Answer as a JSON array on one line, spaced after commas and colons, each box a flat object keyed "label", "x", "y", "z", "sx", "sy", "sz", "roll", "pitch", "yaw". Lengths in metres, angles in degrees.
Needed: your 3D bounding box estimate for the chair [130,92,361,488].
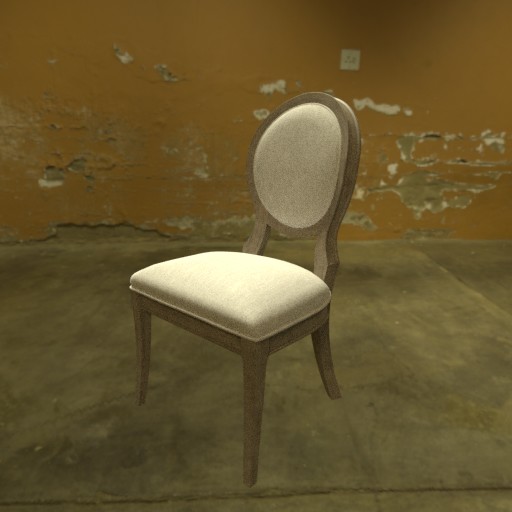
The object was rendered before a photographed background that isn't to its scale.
[{"label": "chair", "x": 0.000, "y": 0.000, "z": 1.371, "sx": 0.558, "sy": 0.990, "sz": 0.602, "roll": 14, "pitch": 20, "yaw": 42}]
